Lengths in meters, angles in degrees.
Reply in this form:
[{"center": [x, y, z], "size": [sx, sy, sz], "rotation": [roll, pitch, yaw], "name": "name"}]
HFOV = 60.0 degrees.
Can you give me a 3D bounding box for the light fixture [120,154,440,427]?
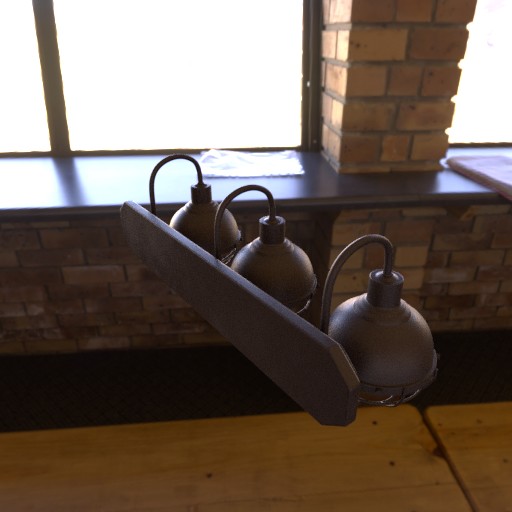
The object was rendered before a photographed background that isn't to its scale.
[{"center": [0.000, 0.000, 0.746], "size": [0.229, 0.254, 0.634], "rotation": [-19, 32, -32], "name": "light fixture"}]
